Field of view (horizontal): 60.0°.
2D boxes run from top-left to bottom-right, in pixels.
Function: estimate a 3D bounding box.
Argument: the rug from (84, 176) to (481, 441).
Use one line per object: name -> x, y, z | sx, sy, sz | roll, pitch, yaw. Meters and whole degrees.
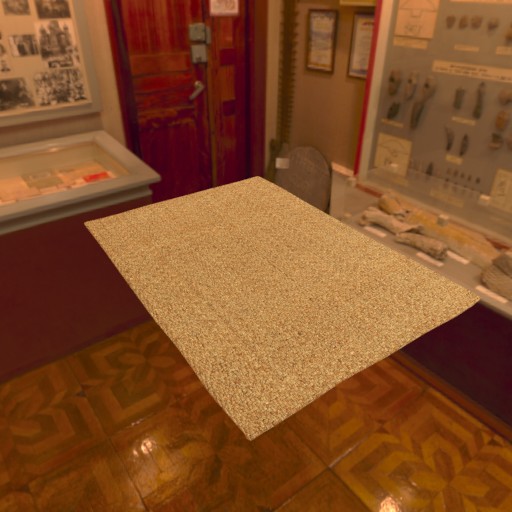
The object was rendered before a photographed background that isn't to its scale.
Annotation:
rug -> 0.000, 0.000, 2.775 | 1.566, 0.013, 2.141 | -20, 37, -29
